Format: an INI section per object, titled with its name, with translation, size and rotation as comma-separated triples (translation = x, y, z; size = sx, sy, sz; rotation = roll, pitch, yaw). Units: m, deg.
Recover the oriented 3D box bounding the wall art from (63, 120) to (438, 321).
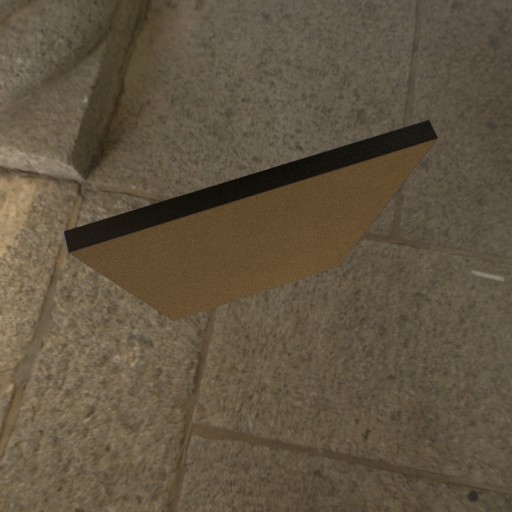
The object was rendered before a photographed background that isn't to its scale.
[wall art]
translation = 0.000, 0.000, 0.579
size = 0.314, 0.455, 0.019
rotation = -18, 76, -5
